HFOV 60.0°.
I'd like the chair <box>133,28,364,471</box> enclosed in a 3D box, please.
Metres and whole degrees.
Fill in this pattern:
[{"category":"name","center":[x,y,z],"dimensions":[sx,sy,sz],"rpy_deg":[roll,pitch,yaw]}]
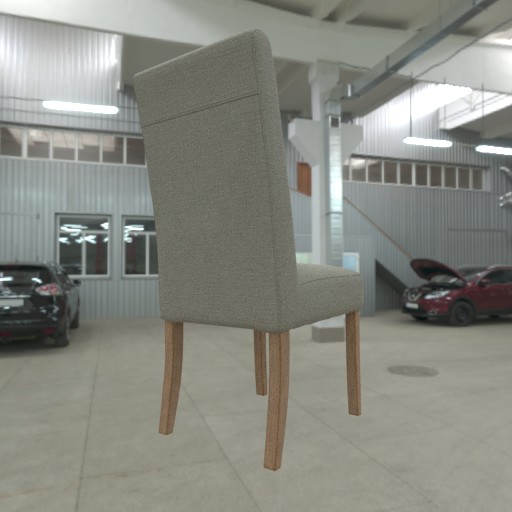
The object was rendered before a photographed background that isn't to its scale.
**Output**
[{"category":"chair","center":[0.000,0.000,1.347],"dimensions":[0.450,1.033,0.611],"rpy_deg":[-1,-2,37]}]
